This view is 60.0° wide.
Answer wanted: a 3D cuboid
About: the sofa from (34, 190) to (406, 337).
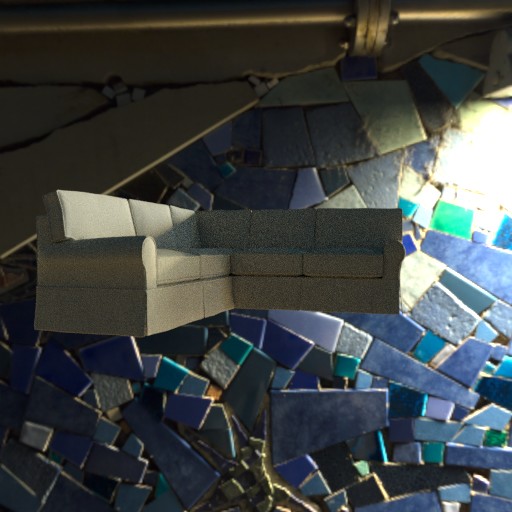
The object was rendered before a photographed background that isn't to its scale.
[{"bbox_3d":[0.000,0.000,4.033,2.597,1.070,2.591,0,1,18],"label":"sofa"}]
